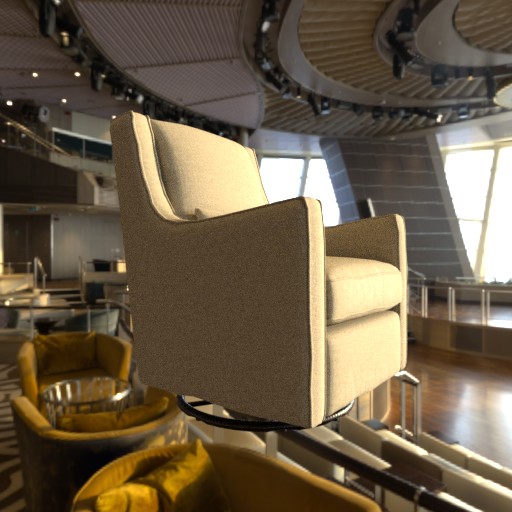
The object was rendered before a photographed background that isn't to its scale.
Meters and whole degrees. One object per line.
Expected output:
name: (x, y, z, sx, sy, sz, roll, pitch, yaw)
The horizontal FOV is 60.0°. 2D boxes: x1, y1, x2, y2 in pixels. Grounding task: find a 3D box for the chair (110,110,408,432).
chair: (0.000, 0.000, 1.568, 0.879, 0.993, 0.732, 0, 1, 36)
